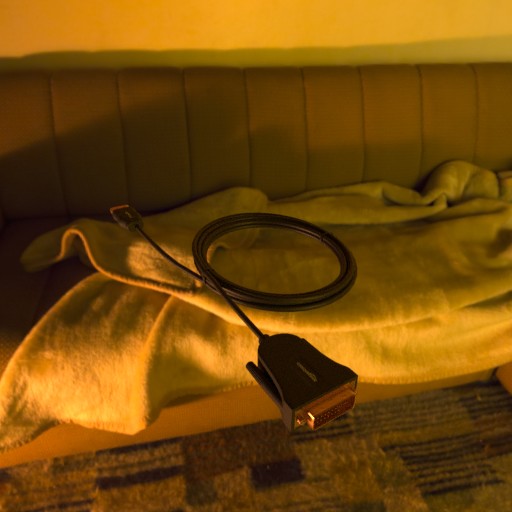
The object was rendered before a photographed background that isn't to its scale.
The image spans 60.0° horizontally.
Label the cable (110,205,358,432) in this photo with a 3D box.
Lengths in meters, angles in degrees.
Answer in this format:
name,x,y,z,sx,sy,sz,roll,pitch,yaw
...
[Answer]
name,x,y,z,sx,sy,sz,roll,pitch,yaw
cable,0.000,0.000,0.328,0.136,0.015,0.281,-18,34,-28
